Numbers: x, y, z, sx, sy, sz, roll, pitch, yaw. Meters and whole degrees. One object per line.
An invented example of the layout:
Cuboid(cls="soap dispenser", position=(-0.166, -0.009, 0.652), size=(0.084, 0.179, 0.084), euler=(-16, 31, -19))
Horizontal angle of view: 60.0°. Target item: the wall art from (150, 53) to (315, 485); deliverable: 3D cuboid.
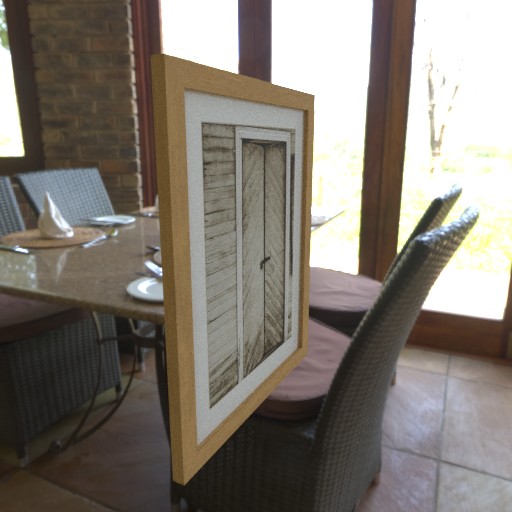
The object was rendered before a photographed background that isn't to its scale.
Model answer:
Cuboid(cls="wall art", position=(0.000, 0.000, 0.755), size=(0.020, 0.561, 0.460), euler=(7, 16, 27))
